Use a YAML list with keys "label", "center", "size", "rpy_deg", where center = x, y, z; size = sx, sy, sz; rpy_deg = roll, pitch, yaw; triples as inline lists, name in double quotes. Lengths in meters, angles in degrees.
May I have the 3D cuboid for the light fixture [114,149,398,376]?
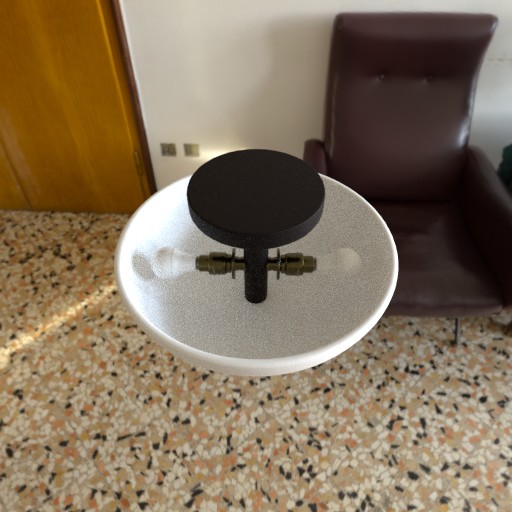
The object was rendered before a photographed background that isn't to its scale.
- label: "light fixture"
  center: [0.000, 0.000, 0.543]
  size: [0.331, 0.212, 0.331]
  rpy_deg: [0, 46, 0]
